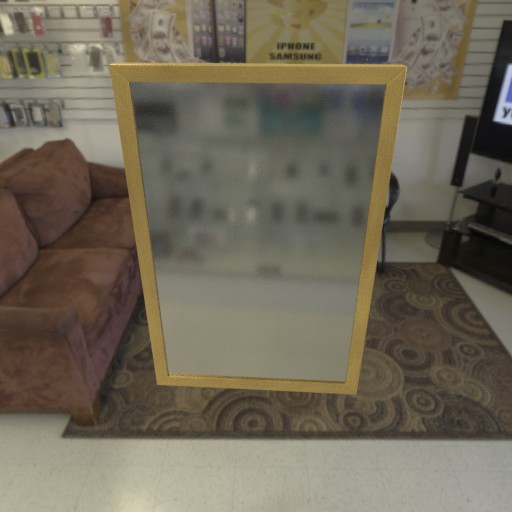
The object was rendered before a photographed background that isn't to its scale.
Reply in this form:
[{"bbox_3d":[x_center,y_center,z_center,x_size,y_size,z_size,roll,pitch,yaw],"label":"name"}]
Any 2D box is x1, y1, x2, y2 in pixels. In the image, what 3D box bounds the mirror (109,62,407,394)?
[{"bbox_3d":[0.000,0.000,1.146,0.609,0.915,0.040,2,29,3],"label":"mirror"}]
